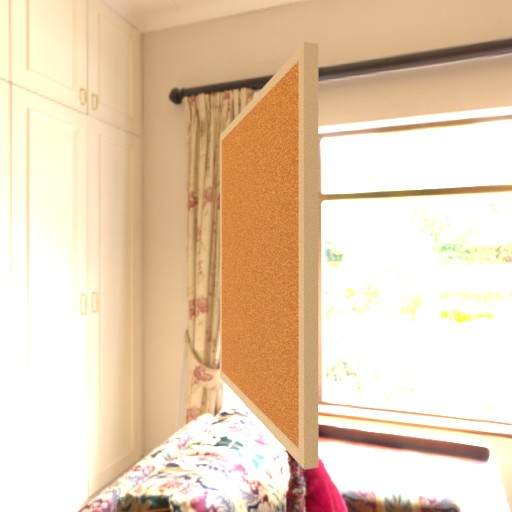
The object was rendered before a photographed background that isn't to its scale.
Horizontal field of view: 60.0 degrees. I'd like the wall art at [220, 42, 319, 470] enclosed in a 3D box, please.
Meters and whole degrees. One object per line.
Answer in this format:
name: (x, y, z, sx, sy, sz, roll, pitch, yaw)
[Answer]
wall art: (0.000, 0.000, 0.769, 0.020, 0.536, 0.444, 0, 0, -18)
